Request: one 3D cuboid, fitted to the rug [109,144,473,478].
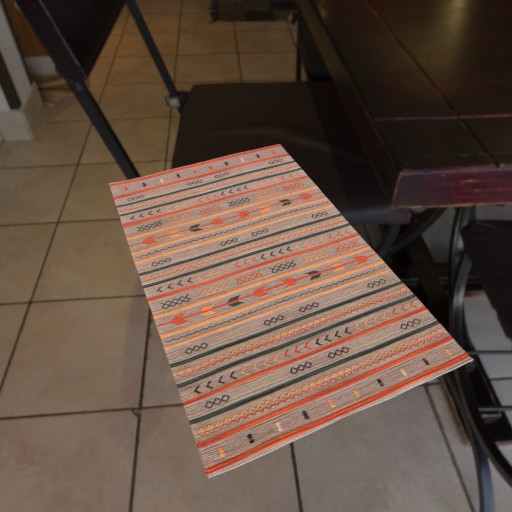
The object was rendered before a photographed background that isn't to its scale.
[{"bbox_3d":[0.000,0.000,2.999,1.537,0.029,2.439,-17,48,-16],"label":"rug"}]
